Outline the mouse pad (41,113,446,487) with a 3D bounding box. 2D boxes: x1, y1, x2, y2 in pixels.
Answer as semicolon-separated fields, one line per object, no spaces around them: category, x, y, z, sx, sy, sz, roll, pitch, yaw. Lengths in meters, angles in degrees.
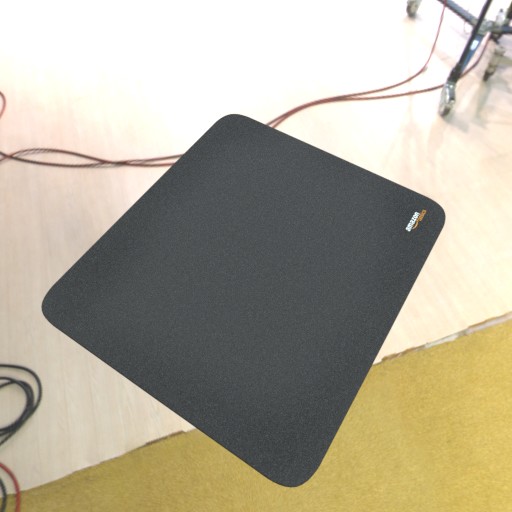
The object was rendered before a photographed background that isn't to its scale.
mouse pad;0.000;0.000;0.311;0.203;0.003;0.229;29;63;16
